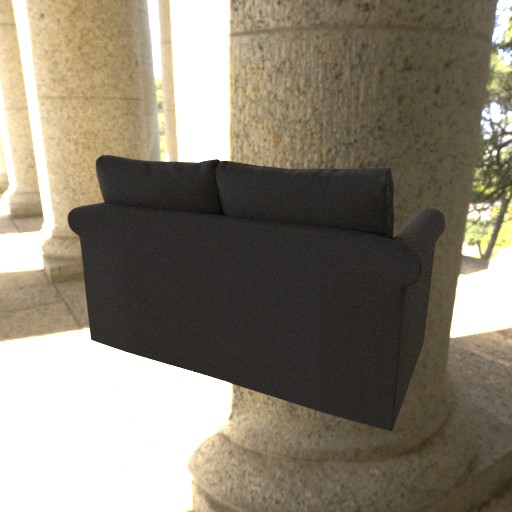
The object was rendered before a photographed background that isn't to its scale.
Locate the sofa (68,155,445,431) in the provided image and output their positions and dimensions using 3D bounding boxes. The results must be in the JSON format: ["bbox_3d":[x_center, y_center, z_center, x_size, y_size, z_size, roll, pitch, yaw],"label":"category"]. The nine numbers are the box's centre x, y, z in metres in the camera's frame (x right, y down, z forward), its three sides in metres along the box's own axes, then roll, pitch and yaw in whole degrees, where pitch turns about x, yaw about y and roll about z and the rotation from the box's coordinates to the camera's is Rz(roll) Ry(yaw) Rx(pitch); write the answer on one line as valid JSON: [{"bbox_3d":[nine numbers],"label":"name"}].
[{"bbox_3d":[0.000,0.000,1.952,1.460,0.872,0.741,9,19,27],"label":"sofa"}]
